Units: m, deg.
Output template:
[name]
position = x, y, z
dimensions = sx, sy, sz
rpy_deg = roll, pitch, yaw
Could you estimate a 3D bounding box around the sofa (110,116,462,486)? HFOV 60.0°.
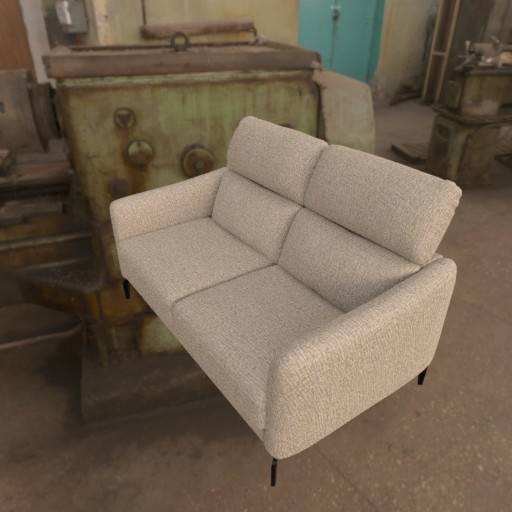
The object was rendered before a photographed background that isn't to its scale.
[sofa]
position = 0.000, 0.000, 2.048
dimensions = 0.905, 0.950, 1.540
rpy_deg = -19, 35, -30
